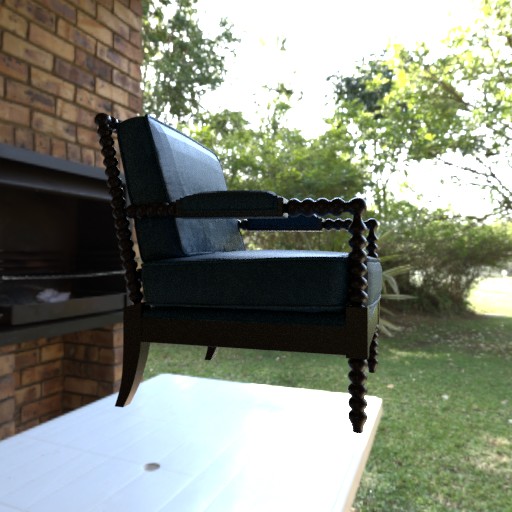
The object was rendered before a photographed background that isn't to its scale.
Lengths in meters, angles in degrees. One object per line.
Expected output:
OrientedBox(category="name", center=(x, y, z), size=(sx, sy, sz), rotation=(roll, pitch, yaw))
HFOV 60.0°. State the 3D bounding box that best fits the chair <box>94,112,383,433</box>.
OrientedBox(category="chair", center=(0.000, 0.000, 1.468), size=(0.805, 0.857, 0.688), rotation=(0, 0, 18))
